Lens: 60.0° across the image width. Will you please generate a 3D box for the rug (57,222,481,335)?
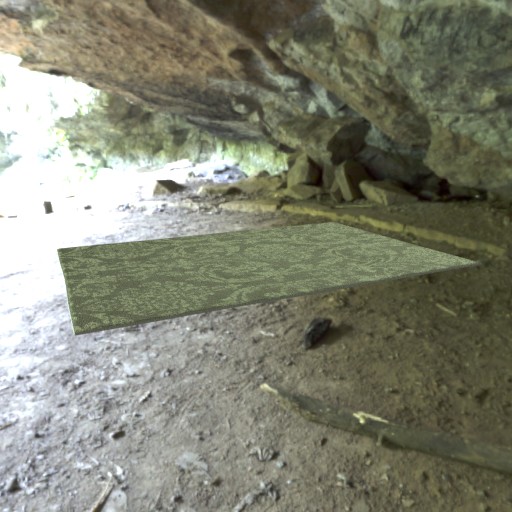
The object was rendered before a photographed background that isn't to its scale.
[{"bbox_3d":[0.000,0.000,2.268,1.824,0.012,1.206,-7,16,-25],"label":"rug"}]
